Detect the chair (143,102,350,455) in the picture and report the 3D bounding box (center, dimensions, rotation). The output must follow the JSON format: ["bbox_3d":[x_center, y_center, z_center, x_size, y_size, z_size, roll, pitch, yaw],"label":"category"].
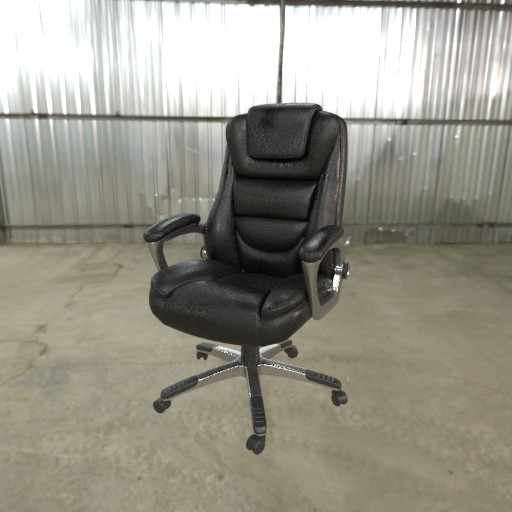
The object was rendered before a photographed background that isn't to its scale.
[{"bbox_3d":[0.000,0.000,1.585,0.697,1.075,0.689,7,16,25],"label":"chair"}]
